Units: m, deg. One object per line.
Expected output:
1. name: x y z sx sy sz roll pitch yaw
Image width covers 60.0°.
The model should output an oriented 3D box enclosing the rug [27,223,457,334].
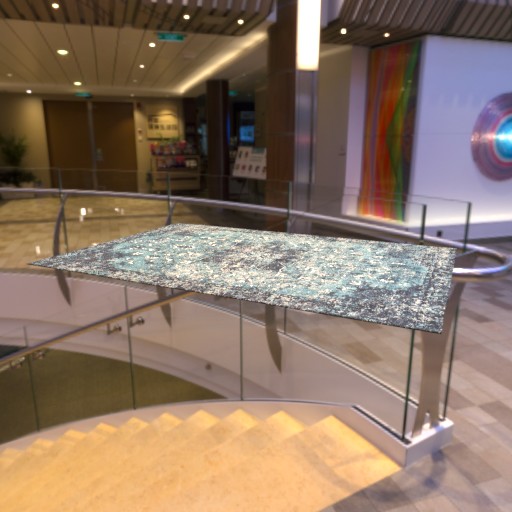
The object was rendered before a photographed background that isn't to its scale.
1. rug: 0.000 0.000 2.251 1.828 0.005 1.219 7 16 25
